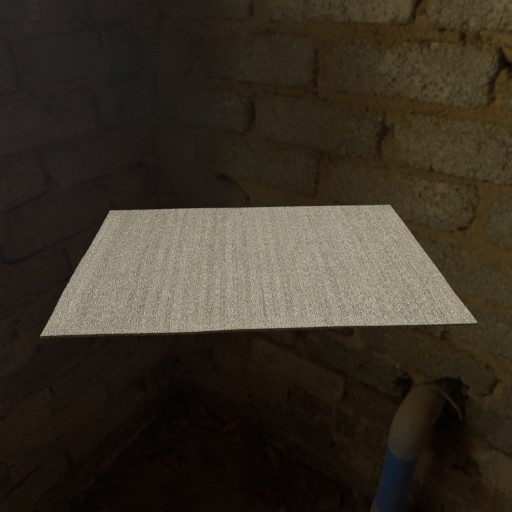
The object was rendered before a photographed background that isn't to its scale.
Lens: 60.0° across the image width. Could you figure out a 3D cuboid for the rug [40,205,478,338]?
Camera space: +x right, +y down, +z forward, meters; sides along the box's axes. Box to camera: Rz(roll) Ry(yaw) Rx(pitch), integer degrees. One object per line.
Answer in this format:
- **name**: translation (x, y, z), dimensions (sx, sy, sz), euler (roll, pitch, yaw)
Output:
- **rug**: translation (0.000, 0.000, 2.966), dimensions (2.297, 0.018, 1.532), euler (-1, 31, -2)
